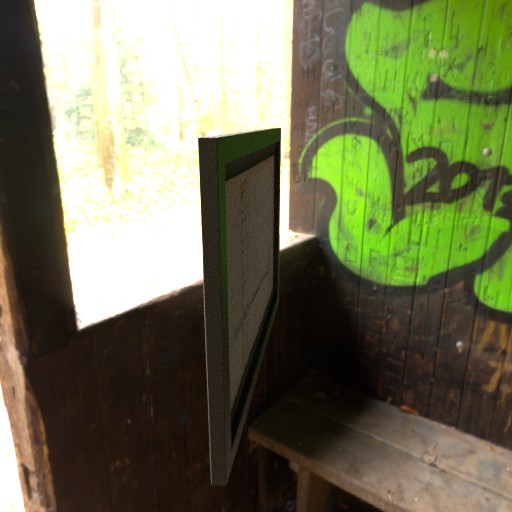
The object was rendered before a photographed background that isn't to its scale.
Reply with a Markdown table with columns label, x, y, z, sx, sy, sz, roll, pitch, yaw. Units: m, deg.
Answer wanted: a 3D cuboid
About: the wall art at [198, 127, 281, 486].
| label | x | y | z | sx | sy | sz | roll | pitch | yaw |
| --- | --- | --- | --- | --- | --- | --- | --- | --- | --- |
| wall art | 0.000 | 0.000 | 0.562 | 0.016 | 0.306 | 0.432 | 3 | 17 | 9 |
